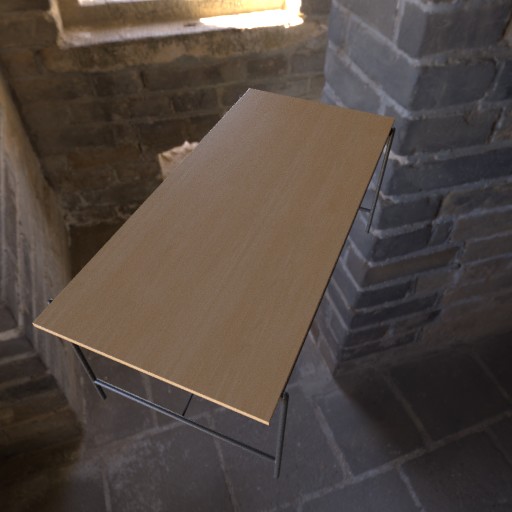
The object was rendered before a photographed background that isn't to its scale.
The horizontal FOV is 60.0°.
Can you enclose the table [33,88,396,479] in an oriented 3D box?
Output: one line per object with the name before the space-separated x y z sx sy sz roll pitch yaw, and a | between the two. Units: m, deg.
table | 0.000 0.000 2.206 0.900 0.758 1.800 17 49 16
